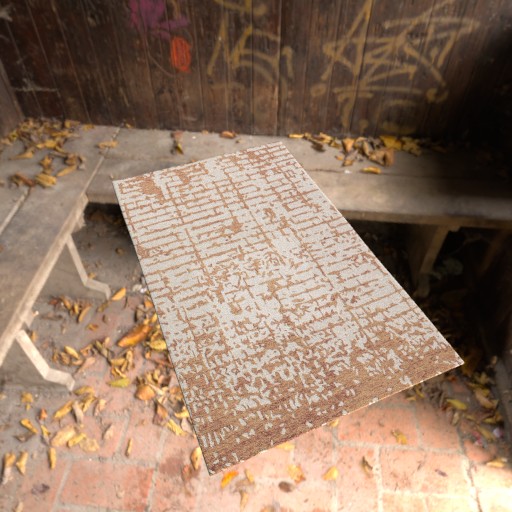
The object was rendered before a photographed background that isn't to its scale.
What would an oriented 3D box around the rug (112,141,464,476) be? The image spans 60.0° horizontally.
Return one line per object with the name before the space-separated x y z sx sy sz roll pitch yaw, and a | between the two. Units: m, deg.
rug | 0.000 0.000 3.055 1.517 0.011 2.435 -17 50 -15
